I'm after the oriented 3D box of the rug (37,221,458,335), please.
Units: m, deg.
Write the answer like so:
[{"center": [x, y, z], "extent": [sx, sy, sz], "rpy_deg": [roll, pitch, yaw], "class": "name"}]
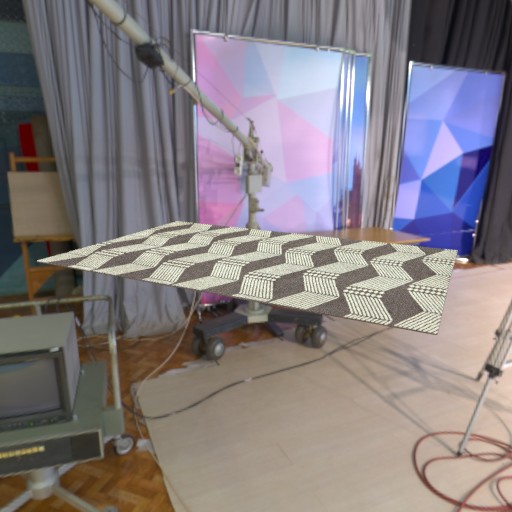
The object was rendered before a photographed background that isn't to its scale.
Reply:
[{"center": [0.000, 0.000, 3.008], "extent": [2.435, 0.011, 1.517], "rpy_deg": [8, 17, 26], "class": "rug"}]
